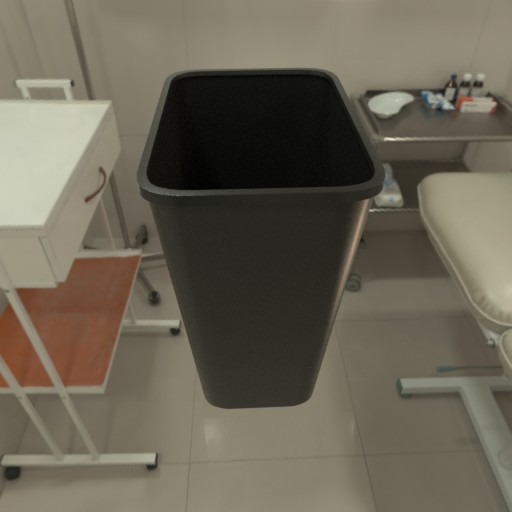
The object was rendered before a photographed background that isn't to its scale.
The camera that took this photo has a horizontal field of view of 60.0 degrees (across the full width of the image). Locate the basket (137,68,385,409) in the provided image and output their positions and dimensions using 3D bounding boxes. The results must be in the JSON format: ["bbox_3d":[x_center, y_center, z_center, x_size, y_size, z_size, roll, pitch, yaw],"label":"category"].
[{"bbox_3d":[0.000,0.000,0.791,0.287,0.521,0.394,-2,41,-2],"label":"basket"}]
